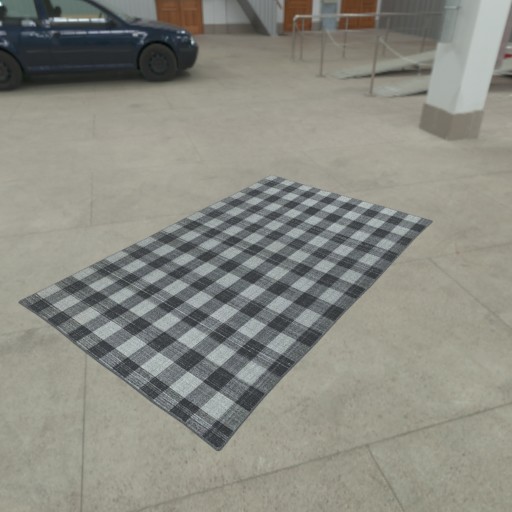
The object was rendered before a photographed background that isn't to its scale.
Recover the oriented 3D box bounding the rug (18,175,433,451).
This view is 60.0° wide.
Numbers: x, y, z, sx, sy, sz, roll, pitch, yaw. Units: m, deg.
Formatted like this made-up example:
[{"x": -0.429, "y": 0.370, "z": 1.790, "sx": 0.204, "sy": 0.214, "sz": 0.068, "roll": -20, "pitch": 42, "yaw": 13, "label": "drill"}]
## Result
[{"x": 0.000, "y": 0.000, "z": 2.974, "sx": 1.554, "sy": 0.011, "sz": 2.476, "roll": 22, "pitch": 38, "yaw": 31, "label": "rug"}]
